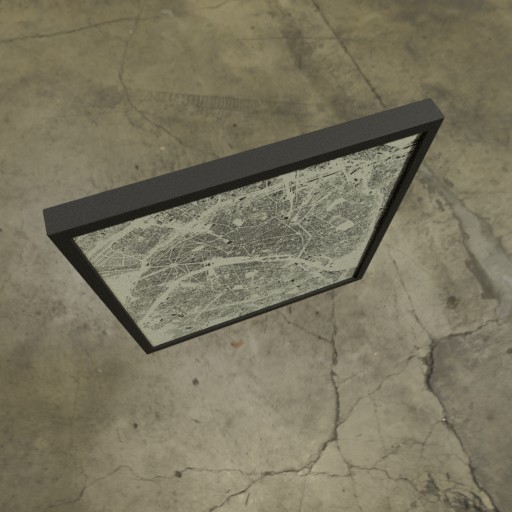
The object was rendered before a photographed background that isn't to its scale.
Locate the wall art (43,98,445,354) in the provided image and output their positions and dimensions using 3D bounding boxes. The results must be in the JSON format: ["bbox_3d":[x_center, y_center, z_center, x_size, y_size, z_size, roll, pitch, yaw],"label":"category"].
[{"bbox_3d":[0.000,0.000,0.764,0.508,0.508,0.037,-18,64,-9],"label":"wall art"}]
